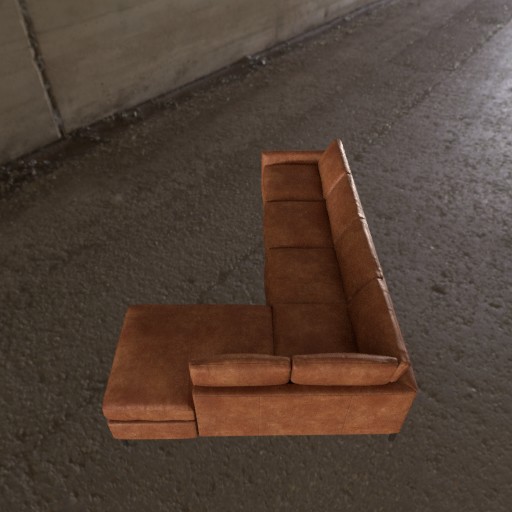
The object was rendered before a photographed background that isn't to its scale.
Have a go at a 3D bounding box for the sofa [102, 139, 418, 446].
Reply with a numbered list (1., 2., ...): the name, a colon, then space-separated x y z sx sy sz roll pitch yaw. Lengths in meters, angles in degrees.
1. sofa: 0.000 0.000 3.853 1.938 0.877 2.984 0 42 0
